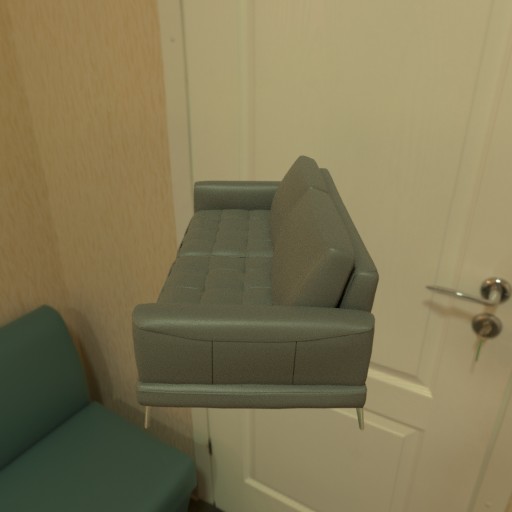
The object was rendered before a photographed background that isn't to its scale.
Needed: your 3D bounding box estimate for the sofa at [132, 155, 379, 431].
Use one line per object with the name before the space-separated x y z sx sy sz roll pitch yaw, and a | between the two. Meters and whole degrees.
sofa | 0.000 0.000 2.878 1.121 0.930 2.177 0 26 1
